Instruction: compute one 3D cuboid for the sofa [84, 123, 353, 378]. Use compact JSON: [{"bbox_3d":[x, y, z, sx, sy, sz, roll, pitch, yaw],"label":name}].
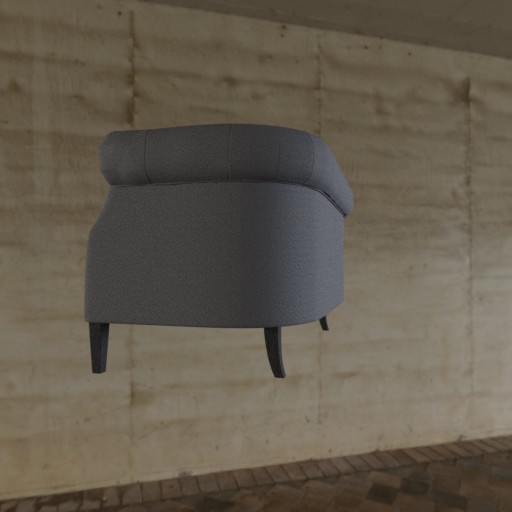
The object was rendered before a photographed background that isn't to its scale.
[{"bbox_3d":[0.000,0.000,2.076,0.835,0.827,1.558,0,-1,17],"label":"sofa"}]
